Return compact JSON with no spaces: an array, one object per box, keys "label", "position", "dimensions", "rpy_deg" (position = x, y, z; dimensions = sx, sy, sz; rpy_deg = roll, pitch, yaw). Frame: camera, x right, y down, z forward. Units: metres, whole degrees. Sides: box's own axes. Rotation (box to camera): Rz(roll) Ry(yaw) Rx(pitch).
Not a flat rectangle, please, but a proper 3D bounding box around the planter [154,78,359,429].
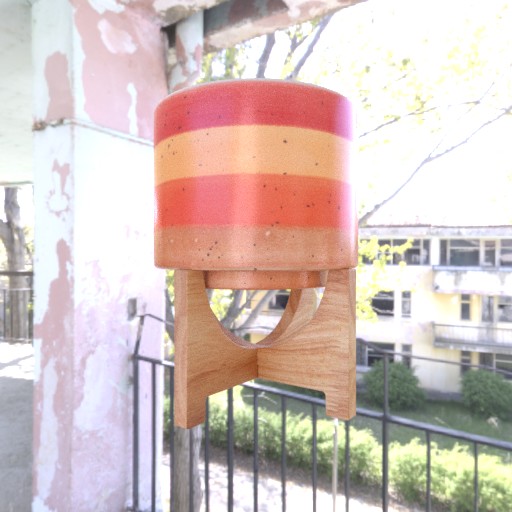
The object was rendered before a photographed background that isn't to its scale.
[{"label":"planter","position":[0.000,0.000,0.425],"dimensions":[0.199,0.268,0.199],"rpy_deg":[0,0,0]}]
